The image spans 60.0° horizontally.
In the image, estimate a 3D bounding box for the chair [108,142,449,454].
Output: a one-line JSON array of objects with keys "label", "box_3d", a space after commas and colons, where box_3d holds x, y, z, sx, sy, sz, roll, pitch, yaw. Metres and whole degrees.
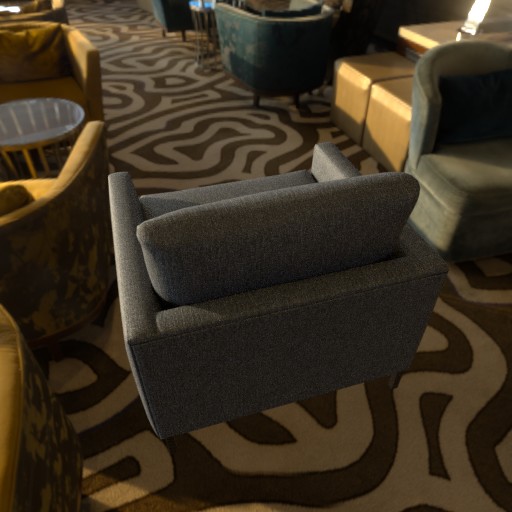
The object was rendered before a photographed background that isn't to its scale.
[{"label": "chair", "box_3d": [0.000, 0.000, 1.621, 0.963, 0.861, 0.866, -11, 42, -13]}]
